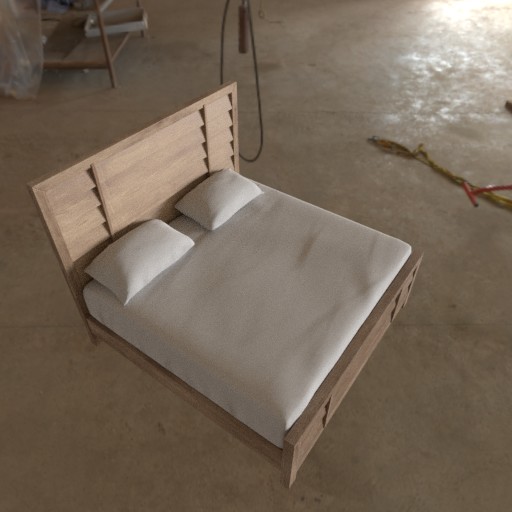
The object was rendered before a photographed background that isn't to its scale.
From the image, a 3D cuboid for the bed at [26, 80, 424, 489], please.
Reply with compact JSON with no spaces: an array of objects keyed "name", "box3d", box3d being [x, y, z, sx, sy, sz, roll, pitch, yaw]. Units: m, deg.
[{"name":"bed","box3d":[0.000,0.000,3.438,2.032,1.626,2.032,26,49,26]}]
